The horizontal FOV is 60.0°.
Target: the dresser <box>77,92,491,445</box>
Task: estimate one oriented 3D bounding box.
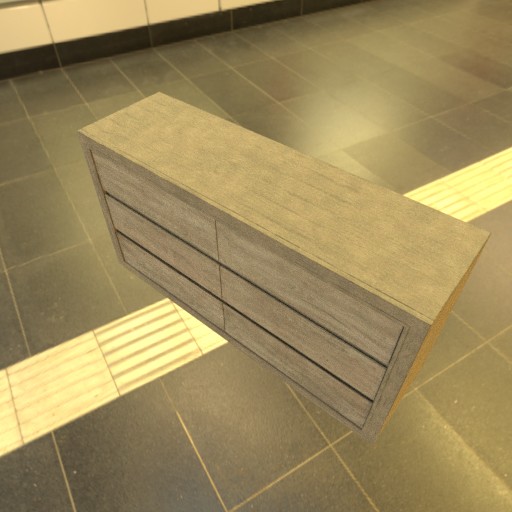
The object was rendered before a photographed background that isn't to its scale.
[{"bbox_3d":[0.000,0.000,2.019,1.628,0.889,0.483,30,53,26],"label":"dresser"}]
